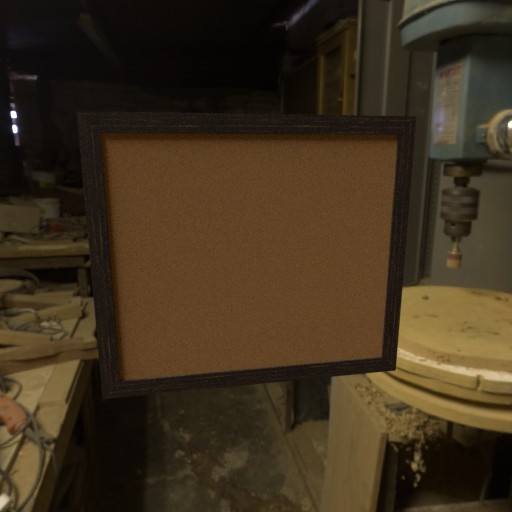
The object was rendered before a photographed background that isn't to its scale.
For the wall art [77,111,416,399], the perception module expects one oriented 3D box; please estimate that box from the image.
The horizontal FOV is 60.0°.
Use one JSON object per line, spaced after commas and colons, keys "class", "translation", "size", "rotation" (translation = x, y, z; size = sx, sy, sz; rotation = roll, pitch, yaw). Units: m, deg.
{"class": "wall art", "translation": [0.000, 0.000, 0.543], "size": [0.381, 0.330, 0.031], "rotation": [-3, 14, -11]}
